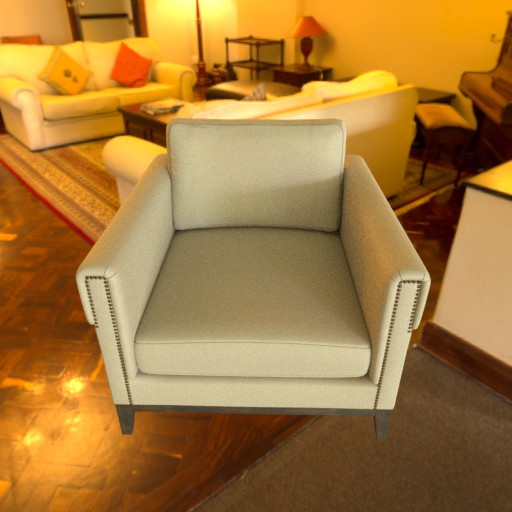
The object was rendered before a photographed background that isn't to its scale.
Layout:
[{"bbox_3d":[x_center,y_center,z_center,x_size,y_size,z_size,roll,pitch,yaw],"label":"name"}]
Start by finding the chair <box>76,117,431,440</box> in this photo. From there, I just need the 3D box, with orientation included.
[{"bbox_3d":[0.000,0.000,1.638,0.914,0.838,0.959,1,31,1],"label":"chair"}]
